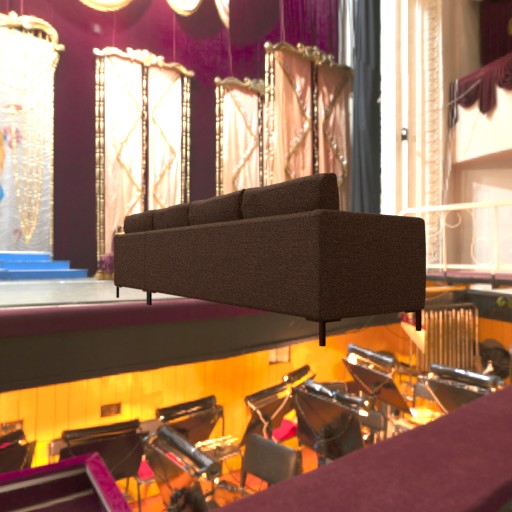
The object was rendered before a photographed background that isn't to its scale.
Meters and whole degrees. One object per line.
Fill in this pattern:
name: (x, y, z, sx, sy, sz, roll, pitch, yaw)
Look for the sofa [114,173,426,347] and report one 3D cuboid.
sofa: (0.000, 0.000, 3.851, 1.483, 0.892, 3.221, 0, 0, -35)
